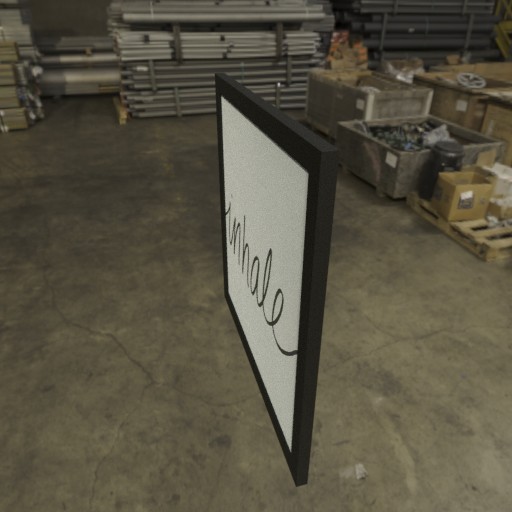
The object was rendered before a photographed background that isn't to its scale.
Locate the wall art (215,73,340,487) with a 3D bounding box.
[{"bbox_3d":[0.000,0.000,0.521,0.013,0.356,0.356,-8,31,-13],"label":"wall art"}]
